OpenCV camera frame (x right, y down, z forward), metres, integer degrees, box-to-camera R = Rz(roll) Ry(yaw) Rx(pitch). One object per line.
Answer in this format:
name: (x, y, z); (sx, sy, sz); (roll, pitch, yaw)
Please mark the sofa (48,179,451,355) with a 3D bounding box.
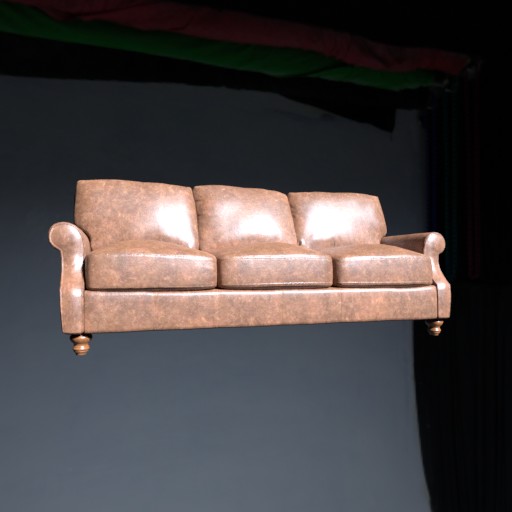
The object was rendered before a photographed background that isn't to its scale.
sofa: (0.000, 0.000, 2.816); (2.351, 0.977, 0.973); (0, -1, -17)
